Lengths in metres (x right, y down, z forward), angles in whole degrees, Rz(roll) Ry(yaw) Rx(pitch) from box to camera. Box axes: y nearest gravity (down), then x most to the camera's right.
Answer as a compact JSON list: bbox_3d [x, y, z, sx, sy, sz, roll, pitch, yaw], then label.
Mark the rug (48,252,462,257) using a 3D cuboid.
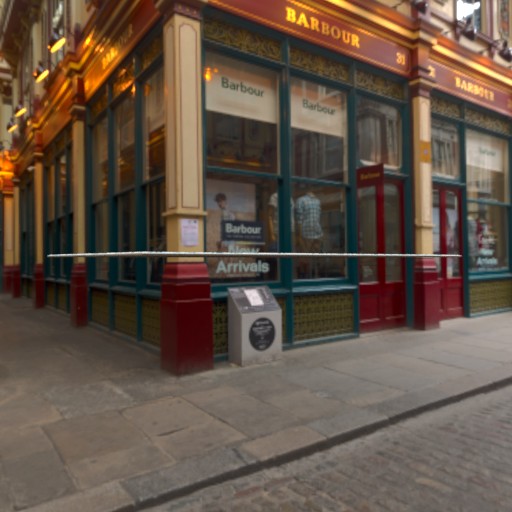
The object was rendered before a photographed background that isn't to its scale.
[{"bbox_3d":[0.000,0.000,2.892,2.197,0.014,1.586,0,0,-36],"label":"rug"}]
